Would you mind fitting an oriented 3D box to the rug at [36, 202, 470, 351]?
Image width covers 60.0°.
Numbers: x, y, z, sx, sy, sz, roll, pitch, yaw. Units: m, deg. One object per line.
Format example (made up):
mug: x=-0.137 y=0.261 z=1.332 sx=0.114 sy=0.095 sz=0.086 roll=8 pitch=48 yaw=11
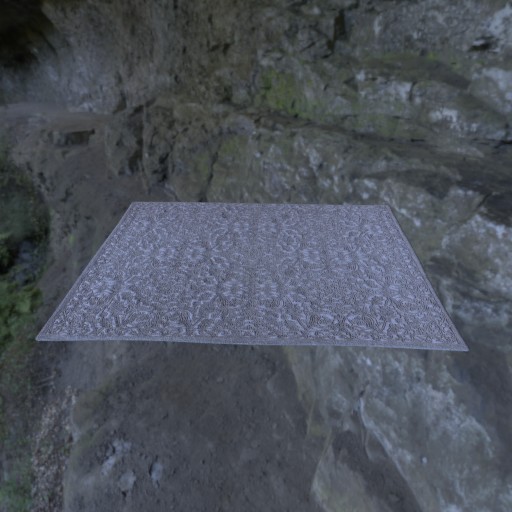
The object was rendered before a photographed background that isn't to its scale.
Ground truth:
rug: x=0.000 y=0.000 z=4.129 sx=3.017 sy=0.035 sz=2.472 roll=1 pitch=30 yaw=2
